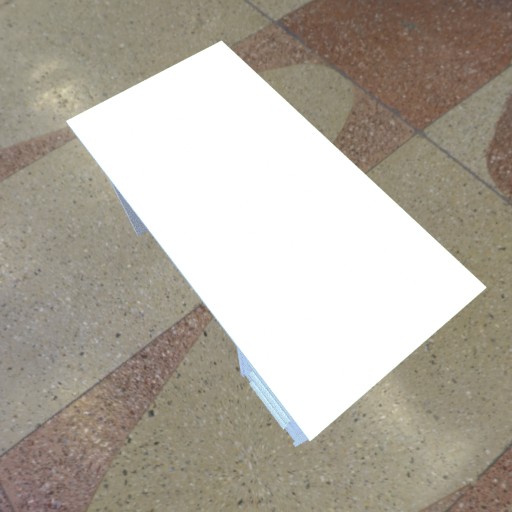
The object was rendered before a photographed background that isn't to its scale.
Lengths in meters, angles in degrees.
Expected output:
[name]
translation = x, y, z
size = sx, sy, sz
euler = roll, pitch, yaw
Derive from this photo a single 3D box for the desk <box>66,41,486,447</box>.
[desk]
translation = 0.000, 0.000, 1.510
size = 0.560, 0.730, 1.096
euler = -35, 69, -16
